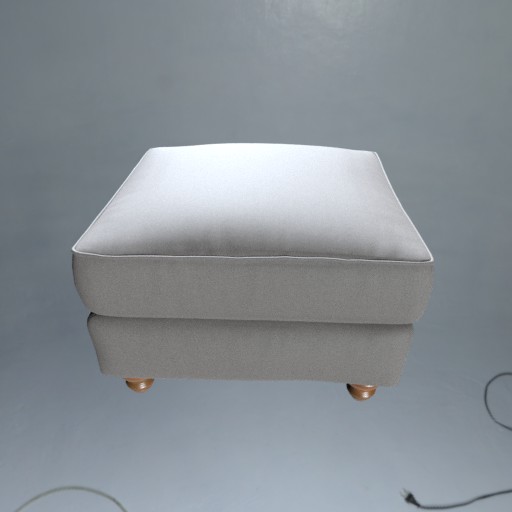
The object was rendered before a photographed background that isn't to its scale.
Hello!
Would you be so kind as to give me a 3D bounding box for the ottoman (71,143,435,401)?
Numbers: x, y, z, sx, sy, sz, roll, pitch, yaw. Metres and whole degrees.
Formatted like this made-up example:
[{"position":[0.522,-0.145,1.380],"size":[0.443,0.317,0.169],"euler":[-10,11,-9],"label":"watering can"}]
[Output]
[{"position":[0.000,0.000,1.182],"size":[0.721,0.505,0.662],"euler":[1,32,2],"label":"ottoman"}]
